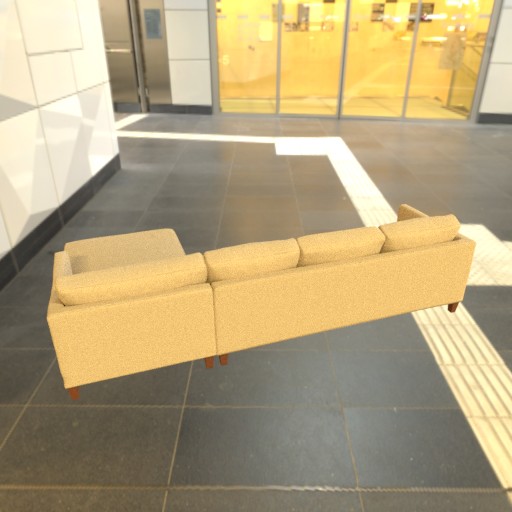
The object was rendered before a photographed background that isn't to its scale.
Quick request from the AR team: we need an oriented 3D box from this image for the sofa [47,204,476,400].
[{"bbox_3d":[0.000,0.000,3.852,3.186,0.861,1.625,-9,29,-17],"label":"sofa"}]
